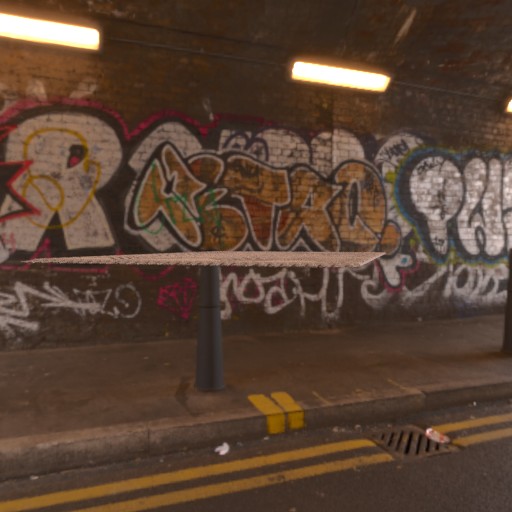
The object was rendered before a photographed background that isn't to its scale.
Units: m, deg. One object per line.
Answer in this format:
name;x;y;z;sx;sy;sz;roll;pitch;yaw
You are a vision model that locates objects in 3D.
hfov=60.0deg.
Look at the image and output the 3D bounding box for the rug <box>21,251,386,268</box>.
rug;0.000;0.000;2.300;1.230;0.014;1.847;1;2;19
